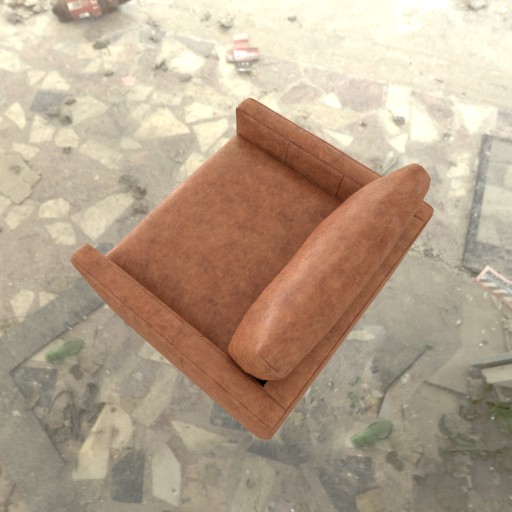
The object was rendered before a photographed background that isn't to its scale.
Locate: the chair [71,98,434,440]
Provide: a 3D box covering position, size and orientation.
[{"bbox_3d":[0.000,0.000,1.660,0.862,0.869,0.967,36,69,16],"label":"chair"}]
